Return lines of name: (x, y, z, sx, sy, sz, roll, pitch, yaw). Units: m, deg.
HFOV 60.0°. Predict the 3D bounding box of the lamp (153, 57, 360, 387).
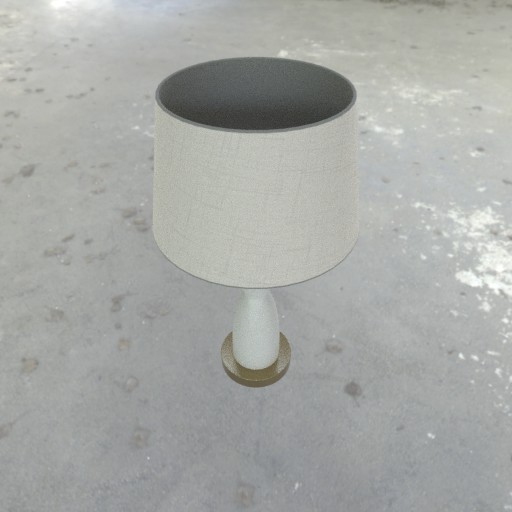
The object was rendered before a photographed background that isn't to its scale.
lamp: (0.000, 0.000, 0.722, 0.309, 0.545, 0.309, 0, 41, 0)
